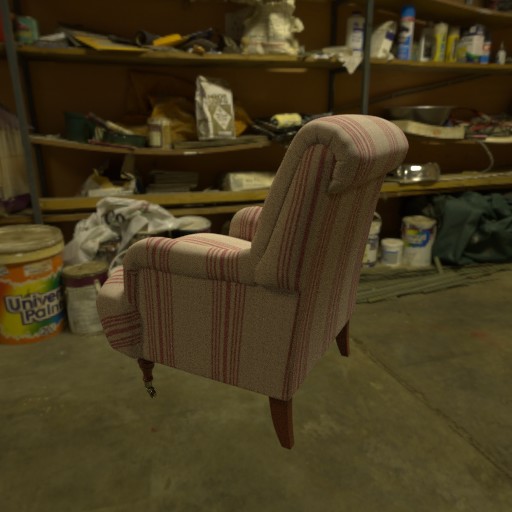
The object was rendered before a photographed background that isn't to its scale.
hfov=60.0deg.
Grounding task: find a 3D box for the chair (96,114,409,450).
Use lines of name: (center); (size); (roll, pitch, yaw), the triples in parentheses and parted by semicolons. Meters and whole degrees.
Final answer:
chair: (0.000, 0.000, 1.863); (1.058, 1.123, 0.933); (8, 18, 26)
